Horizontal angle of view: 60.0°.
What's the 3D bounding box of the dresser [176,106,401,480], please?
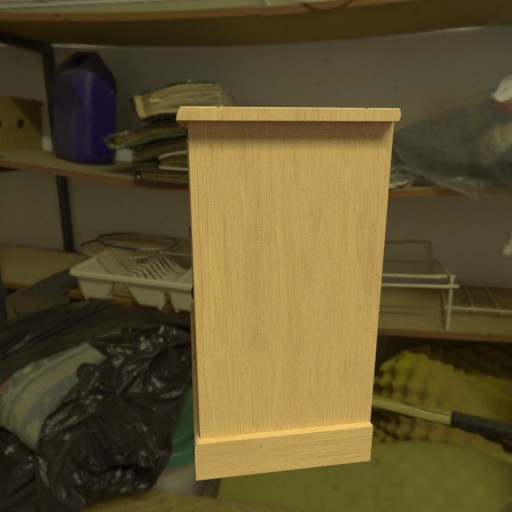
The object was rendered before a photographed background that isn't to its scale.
[{"bbox_3d":[0.000,0.000,1.389,0.440,0.835,0.915,-2,16,-8],"label":"dresser"}]
